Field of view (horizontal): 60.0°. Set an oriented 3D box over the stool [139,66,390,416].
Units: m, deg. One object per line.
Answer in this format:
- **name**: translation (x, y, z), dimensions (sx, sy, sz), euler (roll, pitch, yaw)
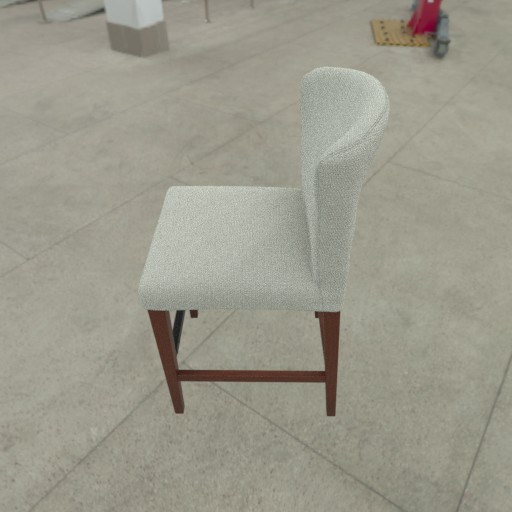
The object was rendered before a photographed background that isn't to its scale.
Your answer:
- **stool**: translation (0.000, 0.000, 1.272), dimensions (0.568, 0.969, 0.481), euler (0, 41, 0)
